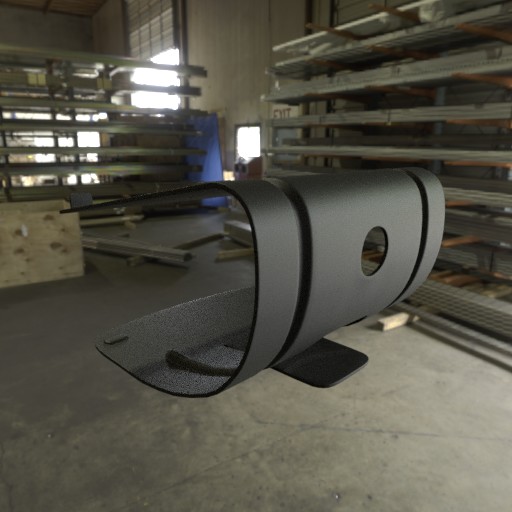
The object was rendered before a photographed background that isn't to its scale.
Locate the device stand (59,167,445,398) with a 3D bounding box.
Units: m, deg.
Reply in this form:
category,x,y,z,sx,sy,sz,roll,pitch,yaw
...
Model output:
category,x,y,z,sx,sy,sz,roll,pitch,yaw
device stand,0.000,0.000,0.398,0.236,0.155,0.256,14,19,43
